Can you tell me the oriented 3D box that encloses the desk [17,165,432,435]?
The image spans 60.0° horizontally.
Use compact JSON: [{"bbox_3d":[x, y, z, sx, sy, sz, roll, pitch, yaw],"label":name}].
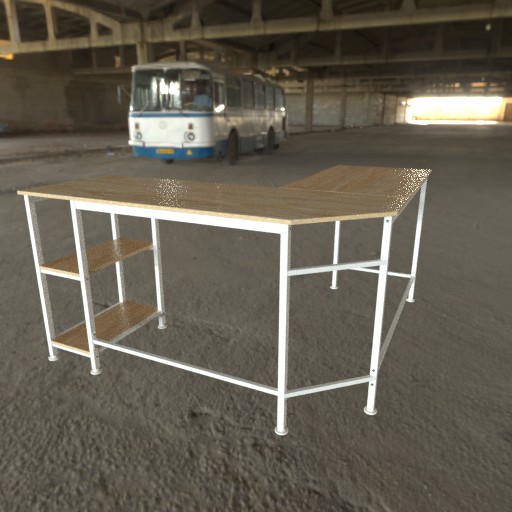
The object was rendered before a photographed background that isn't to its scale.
[{"bbox_3d":[0.000,0.000,2.128,1.379,0.739,1.379,8,20,24],"label":"desk"}]
